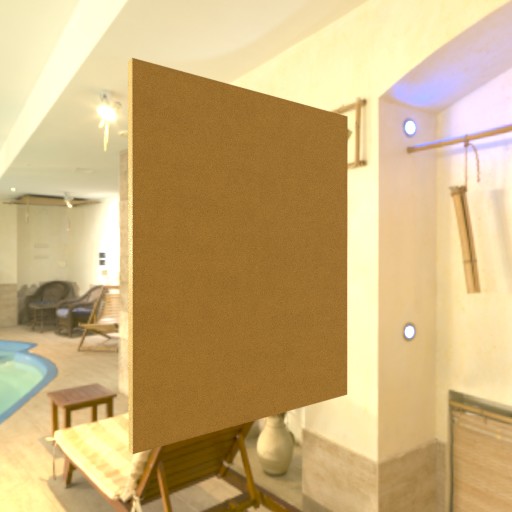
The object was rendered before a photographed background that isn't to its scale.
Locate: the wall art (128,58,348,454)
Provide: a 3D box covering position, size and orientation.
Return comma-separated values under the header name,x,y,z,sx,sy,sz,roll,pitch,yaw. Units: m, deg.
name,x,y,z,sx,sy,sz,roll,pitch,yaw
wall art,0.000,0.000,1.369,0.798,1.002,0.030,0,0,-37
